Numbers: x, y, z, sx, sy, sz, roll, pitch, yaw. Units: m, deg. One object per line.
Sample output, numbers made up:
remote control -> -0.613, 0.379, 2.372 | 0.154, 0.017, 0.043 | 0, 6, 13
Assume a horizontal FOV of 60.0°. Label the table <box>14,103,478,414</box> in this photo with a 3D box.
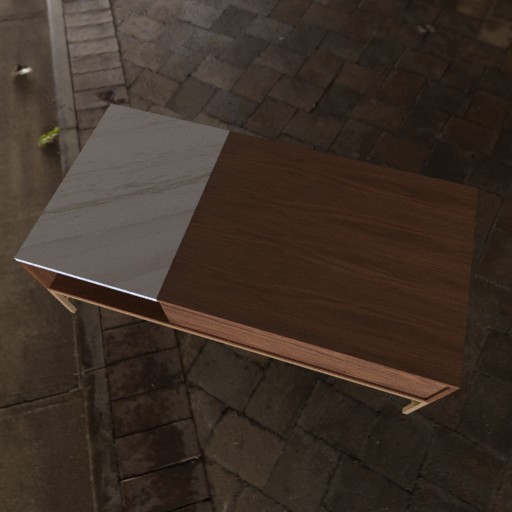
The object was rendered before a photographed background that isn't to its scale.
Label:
table -> 0.000, 0.000, 1.887 | 1.553, 0.551, 0.789 | 15, 63, 8
